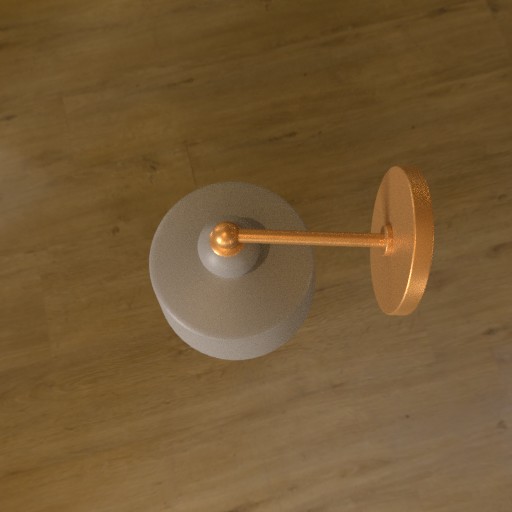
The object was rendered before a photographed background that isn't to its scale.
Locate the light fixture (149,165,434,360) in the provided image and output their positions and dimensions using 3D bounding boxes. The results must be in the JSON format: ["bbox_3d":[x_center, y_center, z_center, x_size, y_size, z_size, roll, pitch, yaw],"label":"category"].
[{"bbox_3d":[0.000,0.000,0.447,0.254,0.268,0.204,2,76,0],"label":"light fixture"}]
